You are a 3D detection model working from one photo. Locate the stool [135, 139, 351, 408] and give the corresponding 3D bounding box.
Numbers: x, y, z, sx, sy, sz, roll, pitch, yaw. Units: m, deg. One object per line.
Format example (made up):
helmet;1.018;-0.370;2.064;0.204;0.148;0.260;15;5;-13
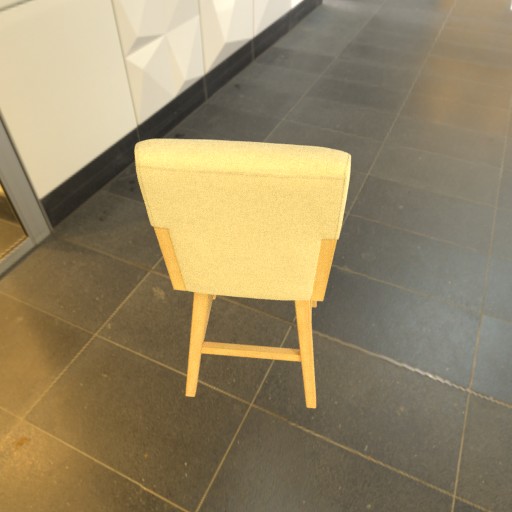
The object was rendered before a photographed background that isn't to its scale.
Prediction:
stool;0.000;0.000;1.292;0.446;1.015;0.543;4;45;4
